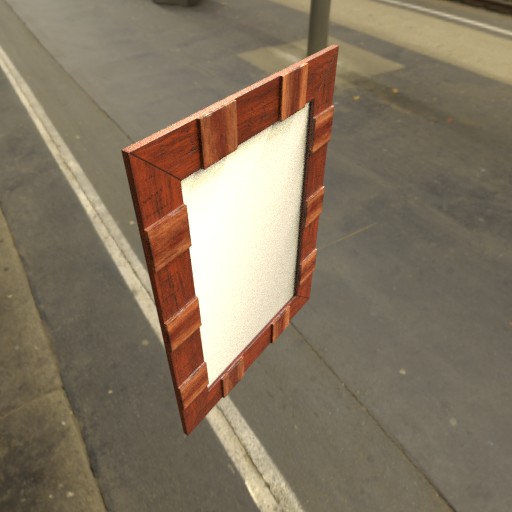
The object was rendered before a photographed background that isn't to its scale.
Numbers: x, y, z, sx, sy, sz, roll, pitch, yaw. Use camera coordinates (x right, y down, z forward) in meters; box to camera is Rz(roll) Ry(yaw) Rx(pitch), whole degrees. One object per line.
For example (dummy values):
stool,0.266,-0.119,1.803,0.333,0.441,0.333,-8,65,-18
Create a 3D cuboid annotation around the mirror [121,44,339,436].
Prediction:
mirror,0.000,0.000,1.055,0.021,0.805,0.600,26,48,26
